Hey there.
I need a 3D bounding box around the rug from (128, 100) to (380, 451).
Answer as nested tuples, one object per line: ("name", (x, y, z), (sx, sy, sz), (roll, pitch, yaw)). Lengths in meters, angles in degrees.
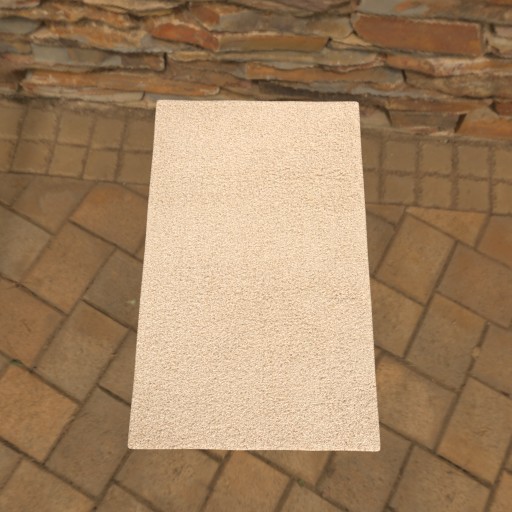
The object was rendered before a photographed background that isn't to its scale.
("rug", (0.000, 0.000, 3.013), (1.524, 0.030, 2.438), (1, 74, 0))
